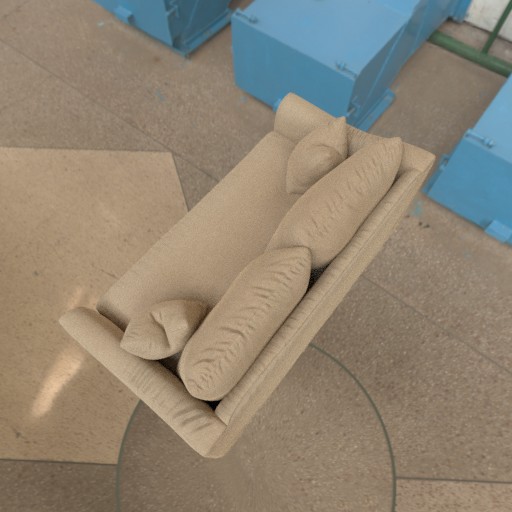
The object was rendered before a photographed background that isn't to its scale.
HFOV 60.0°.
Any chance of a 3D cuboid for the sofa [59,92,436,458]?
[{"bbox_3d":[0.000,0.000,2.634,1.072,1.018,2.010,36,70,15],"label":"sofa"}]
